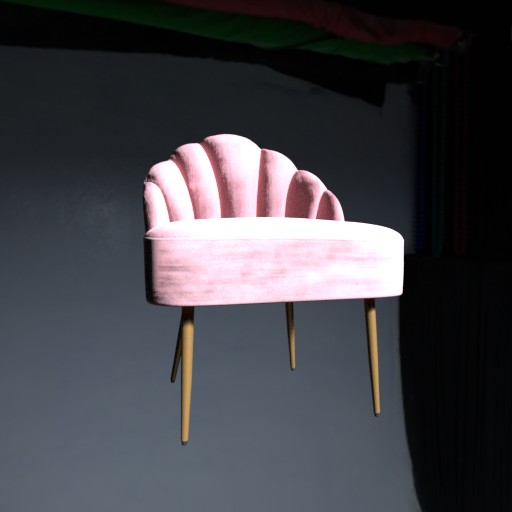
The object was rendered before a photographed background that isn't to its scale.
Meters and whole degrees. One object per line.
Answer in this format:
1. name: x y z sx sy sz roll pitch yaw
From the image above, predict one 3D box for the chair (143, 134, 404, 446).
1. chair: 0.000 0.000 1.273 0.657 0.819 0.599 -1 2 -19
